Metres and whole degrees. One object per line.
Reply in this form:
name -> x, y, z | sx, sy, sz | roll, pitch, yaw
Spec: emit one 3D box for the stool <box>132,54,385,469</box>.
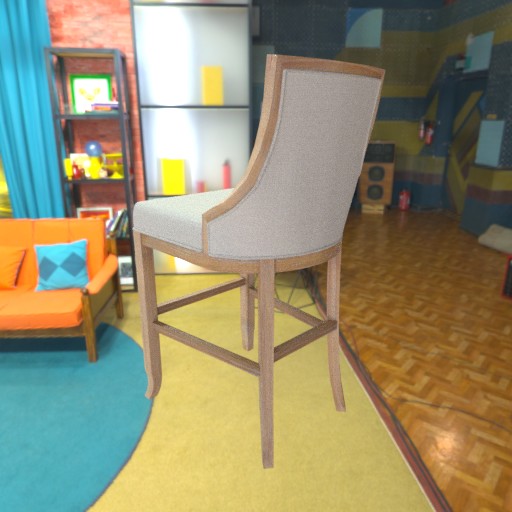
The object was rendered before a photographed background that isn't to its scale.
stool -> 0.000, 0.000, 1.417 | 0.524, 1.101, 0.626 | -16, 24, -42
